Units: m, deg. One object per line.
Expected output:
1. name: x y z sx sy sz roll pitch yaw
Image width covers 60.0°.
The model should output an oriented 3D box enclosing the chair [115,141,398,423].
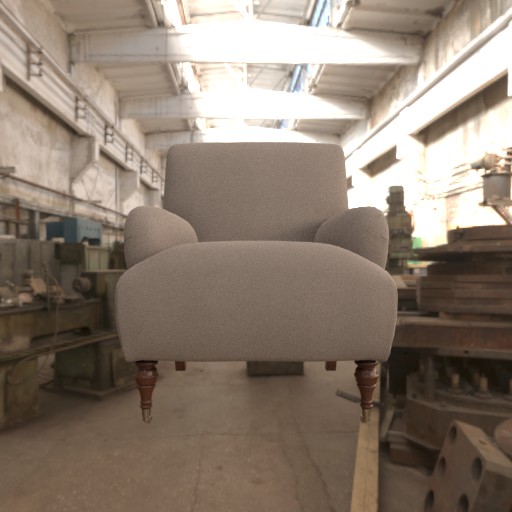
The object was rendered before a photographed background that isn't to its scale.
1. chair: 0.000 0.000 1.540 0.766 0.942 0.842 0 1 0
